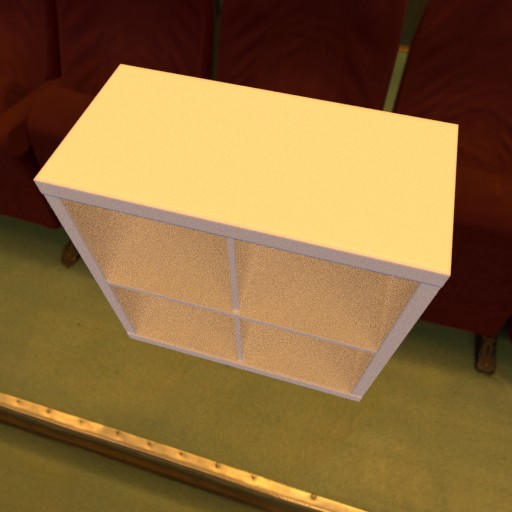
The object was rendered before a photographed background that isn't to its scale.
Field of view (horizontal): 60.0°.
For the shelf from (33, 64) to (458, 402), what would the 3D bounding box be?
[{"bbox_3d":[0.000,0.000,1.235,0.790,0.786,0.390,13,58,9],"label":"shelf"}]
